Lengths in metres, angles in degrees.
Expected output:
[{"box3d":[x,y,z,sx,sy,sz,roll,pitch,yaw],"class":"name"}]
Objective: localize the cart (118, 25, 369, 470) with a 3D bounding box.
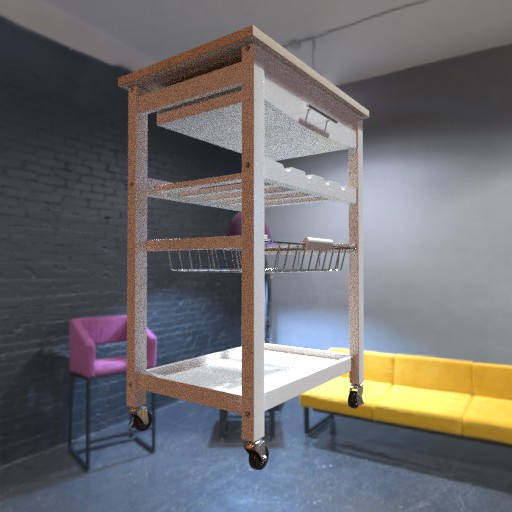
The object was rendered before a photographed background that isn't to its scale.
[{"box3d":[0.000,0.000,1.178,0.406,0.857,0.578,-1,-1,36],"class":"cart"}]
